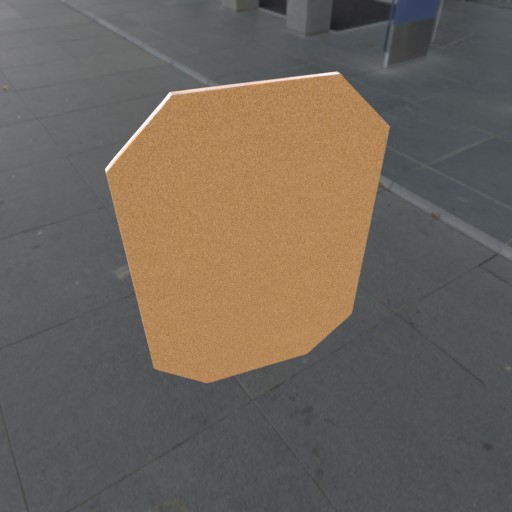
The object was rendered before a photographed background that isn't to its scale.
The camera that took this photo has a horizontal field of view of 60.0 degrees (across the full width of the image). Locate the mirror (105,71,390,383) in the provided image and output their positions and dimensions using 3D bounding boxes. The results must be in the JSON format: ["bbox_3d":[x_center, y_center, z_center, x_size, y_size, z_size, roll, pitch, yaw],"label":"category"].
[{"bbox_3d":[0.000,0.000,1.301,0.709,1.015,0.061,-13,42,-15],"label":"mirror"}]
